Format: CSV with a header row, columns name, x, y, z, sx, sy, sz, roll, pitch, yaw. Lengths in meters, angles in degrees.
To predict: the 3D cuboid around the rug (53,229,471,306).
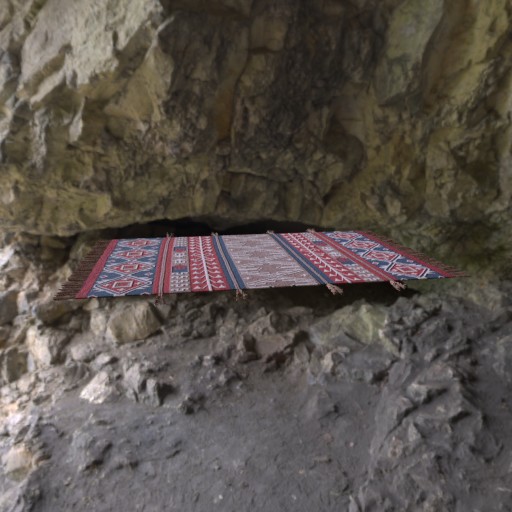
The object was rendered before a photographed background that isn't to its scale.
name,x,y,z,sx,sy,sz,roll,pitch,yaw
rug,0.000,0.000,2.657,2.025,0.040,1.469,-3,15,-10
